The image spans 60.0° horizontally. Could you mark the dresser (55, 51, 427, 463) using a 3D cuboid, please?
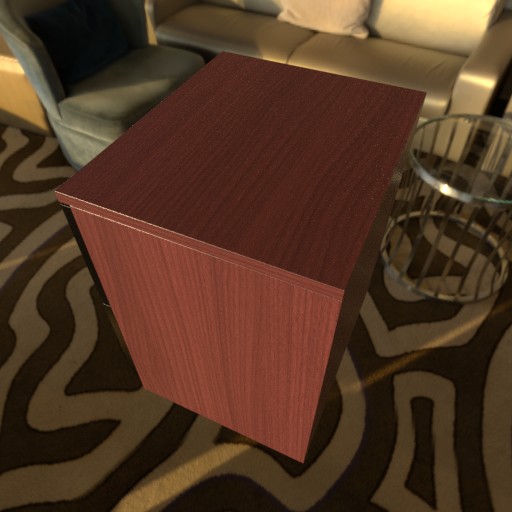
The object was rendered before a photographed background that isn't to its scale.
[{"bbox_3d":[0.000,0.000,0.743,0.360,0.470,0.400,19,50,16],"label":"dresser"}]
